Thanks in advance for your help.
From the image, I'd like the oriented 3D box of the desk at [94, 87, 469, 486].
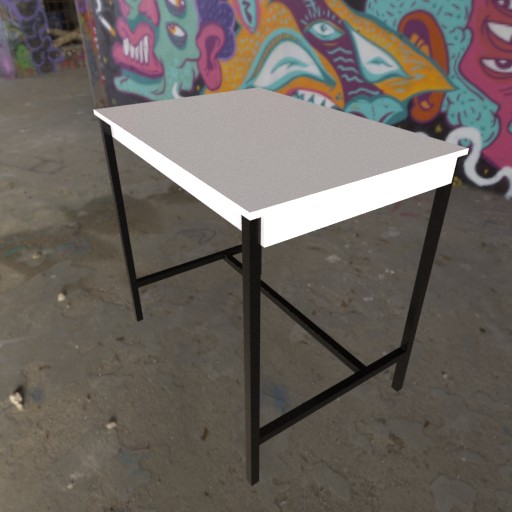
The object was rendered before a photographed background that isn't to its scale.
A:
[{"bbox_3d":[0.000,0.000,1.317,0.573,0.766,0.811,-19,36,-29],"label":"desk"}]
